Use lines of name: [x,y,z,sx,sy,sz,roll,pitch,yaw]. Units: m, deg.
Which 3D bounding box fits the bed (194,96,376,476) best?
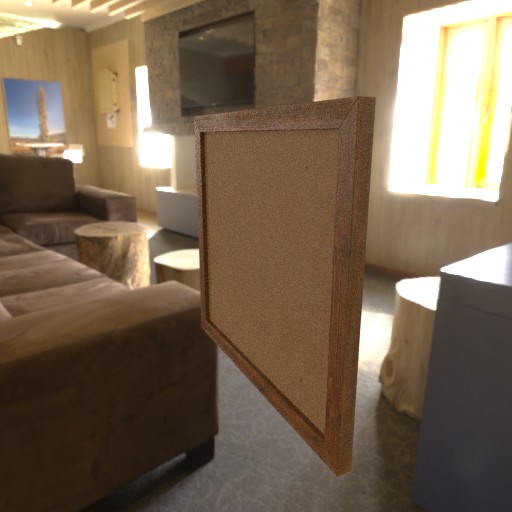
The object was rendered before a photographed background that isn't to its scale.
bed: [0.000,0.000,1.500,0.046,0.942,1.046,-7,17,-25]
